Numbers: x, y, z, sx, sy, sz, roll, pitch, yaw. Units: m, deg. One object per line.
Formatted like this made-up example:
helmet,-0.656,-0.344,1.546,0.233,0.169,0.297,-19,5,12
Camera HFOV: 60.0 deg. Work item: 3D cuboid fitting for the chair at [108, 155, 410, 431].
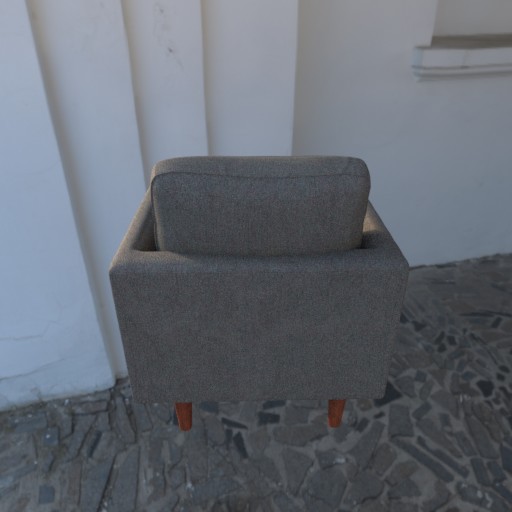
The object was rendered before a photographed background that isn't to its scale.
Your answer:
chair,0.000,0.000,1.669,0.858,0.957,0.899,-1,30,-1
